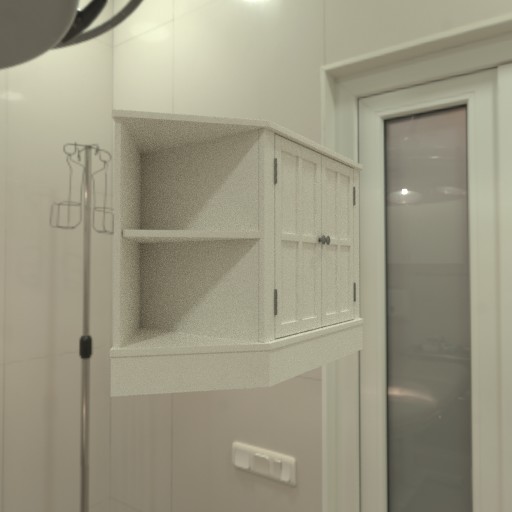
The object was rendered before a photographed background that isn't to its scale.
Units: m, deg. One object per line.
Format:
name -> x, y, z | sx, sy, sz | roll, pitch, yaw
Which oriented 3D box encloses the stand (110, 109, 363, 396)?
stand -> 0.000, 0.000, 1.380 | 0.477, 0.614, 1.072 | -1, -1, 35
